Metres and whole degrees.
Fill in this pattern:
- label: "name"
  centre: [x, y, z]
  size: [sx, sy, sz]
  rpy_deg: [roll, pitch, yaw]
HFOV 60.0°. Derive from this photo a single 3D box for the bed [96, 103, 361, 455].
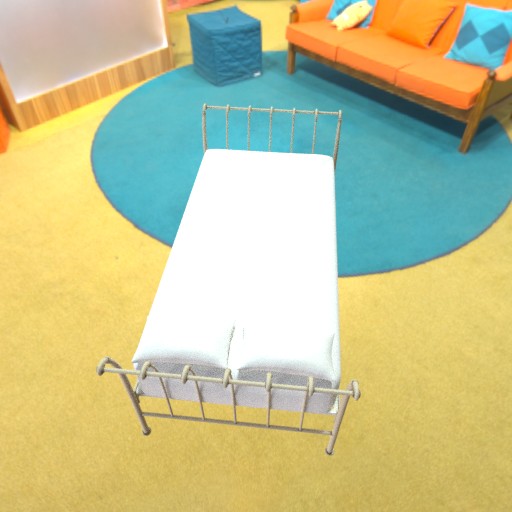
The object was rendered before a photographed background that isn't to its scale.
- label: "bed"
  centre: [0.000, 0.000, 2.741]
  size: [1.032, 0.873, 2.228]
  rpy_deg: [4, 45, 4]
